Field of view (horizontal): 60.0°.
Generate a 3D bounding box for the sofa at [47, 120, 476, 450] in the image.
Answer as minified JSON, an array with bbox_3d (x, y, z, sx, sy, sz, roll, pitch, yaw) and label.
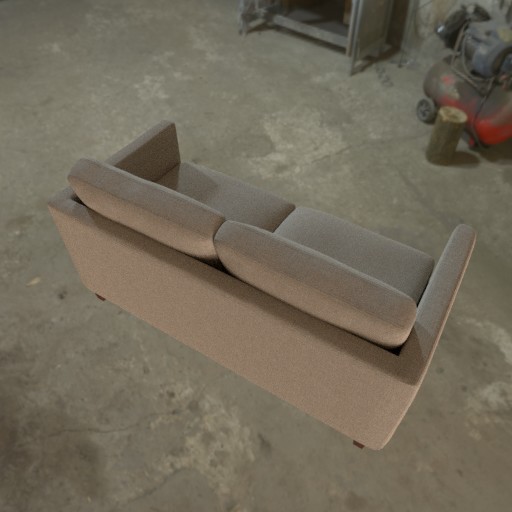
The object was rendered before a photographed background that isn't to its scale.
[{"bbox_3d":[0.000,0.000,2.312,1.884,0.947,0.951,24,52,21],"label":"sofa"}]
